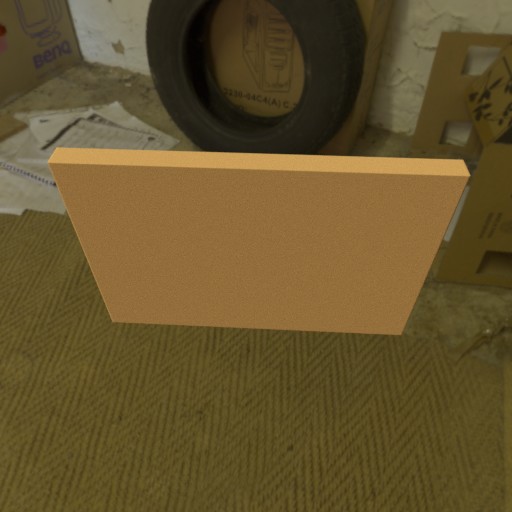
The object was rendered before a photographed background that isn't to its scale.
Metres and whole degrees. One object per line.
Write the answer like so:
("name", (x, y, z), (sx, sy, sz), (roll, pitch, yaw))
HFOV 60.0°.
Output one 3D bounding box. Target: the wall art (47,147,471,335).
("wall art", (0.000, 0.000, 0.800), (0.609, 0.407, 0.039), (2, 47, 2))
